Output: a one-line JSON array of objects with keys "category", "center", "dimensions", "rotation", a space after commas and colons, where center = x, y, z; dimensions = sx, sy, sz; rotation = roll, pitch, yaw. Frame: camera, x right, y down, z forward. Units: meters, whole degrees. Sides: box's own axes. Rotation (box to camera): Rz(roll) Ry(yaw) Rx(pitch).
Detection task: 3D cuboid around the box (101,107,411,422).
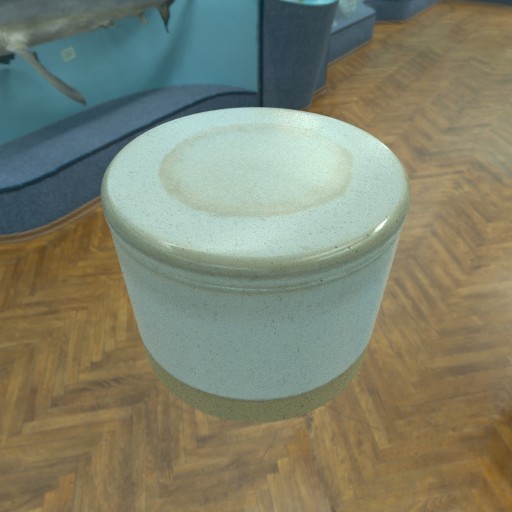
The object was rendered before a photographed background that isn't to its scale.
[{"category": "box", "center": [0.000, 0.000, 0.263], "dimensions": [0.154, 0.123, 0.154], "rotation": [0, 40, 0]}]
